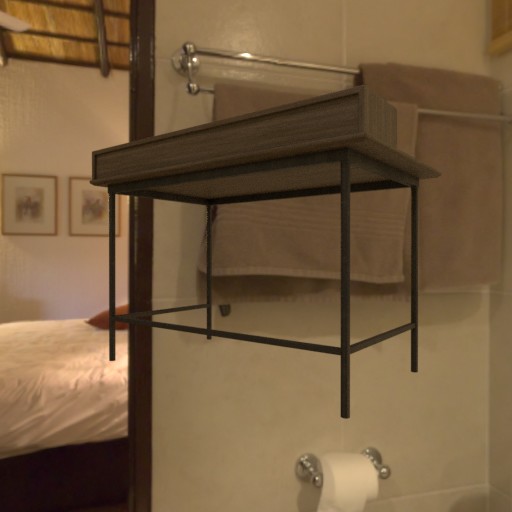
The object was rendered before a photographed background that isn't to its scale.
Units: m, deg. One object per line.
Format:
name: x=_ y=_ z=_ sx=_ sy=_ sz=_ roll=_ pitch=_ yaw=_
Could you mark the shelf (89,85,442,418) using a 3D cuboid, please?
shelf: x=0.000 y=0.000 z=1.743 sx=1.212 sy=0.865 sz=0.685 roll=0 pitch=0 yaw=37
